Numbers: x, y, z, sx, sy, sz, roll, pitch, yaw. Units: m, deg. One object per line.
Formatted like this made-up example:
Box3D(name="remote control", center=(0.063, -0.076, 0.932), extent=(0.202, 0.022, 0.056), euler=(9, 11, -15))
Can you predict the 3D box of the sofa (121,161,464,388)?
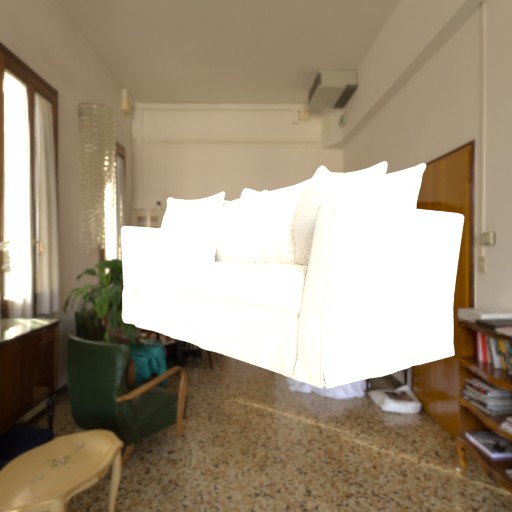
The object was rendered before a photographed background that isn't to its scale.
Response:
Box3D(name="sofa", center=(0.000, 0.000, 2.897), extent=(1.031, 1.034, 2.290), euler=(0, 0, -37))
